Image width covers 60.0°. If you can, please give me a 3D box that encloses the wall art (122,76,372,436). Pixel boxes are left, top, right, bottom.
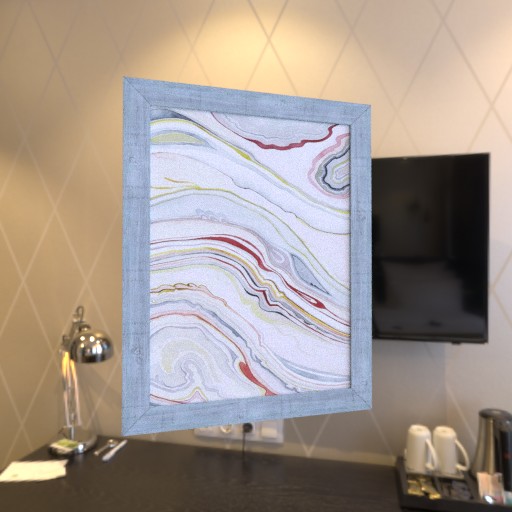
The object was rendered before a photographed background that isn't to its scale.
[{"bbox_3d":[0.000,0.000,0.834,0.481,0.613,0.020,0,-1,-17],"label":"wall art"}]
